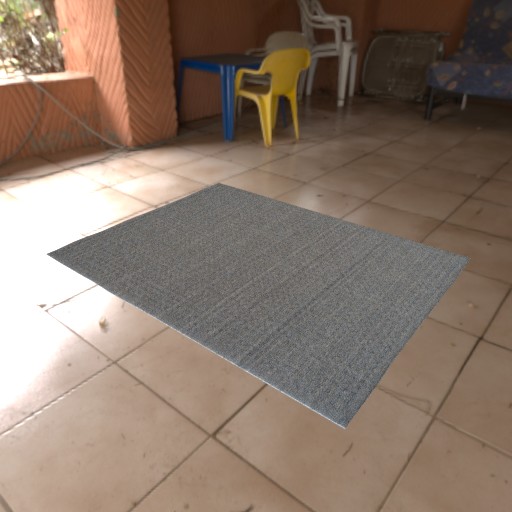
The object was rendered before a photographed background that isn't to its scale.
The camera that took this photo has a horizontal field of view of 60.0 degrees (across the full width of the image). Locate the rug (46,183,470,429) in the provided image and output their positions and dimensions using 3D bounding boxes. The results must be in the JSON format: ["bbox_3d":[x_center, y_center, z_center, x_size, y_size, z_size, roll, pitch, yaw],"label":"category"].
[{"bbox_3d":[0.000,0.000,4.164,3.200,0.007,2.443,22,36,33],"label":"rug"}]
